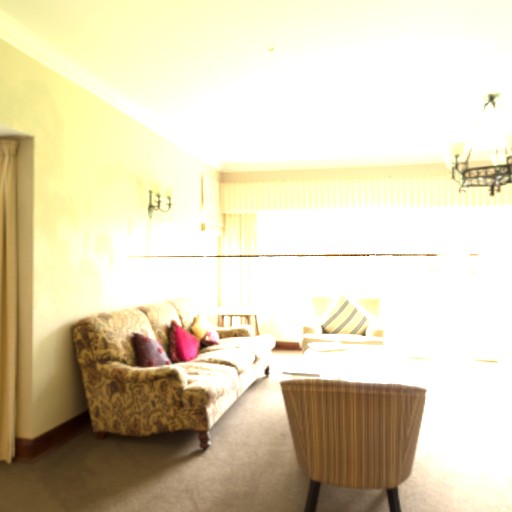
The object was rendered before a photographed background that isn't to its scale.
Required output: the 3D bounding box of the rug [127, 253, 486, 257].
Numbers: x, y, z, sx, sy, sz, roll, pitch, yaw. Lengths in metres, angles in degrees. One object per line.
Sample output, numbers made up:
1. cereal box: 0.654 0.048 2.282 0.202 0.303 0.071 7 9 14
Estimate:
1. rug: 0.000 0.000 2.730 0.771 0.009 2.443 0 0 -36
